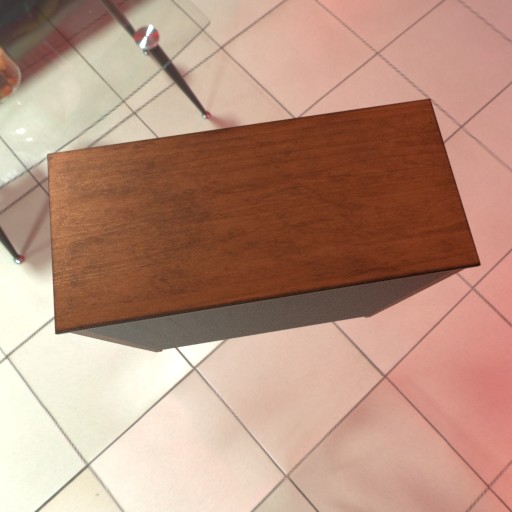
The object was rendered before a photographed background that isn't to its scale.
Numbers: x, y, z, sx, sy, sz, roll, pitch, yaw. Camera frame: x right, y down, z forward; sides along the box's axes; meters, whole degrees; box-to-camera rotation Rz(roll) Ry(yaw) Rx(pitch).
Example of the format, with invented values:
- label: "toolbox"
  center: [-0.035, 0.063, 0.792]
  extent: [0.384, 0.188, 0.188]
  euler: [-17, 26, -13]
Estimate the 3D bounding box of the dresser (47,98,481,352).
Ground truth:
- label: "dresser"
  center: [0.000, 0.000, 1.939]
  extent: [1.250, 1.224, 0.591]
  euler: [-9, 75, -2]
